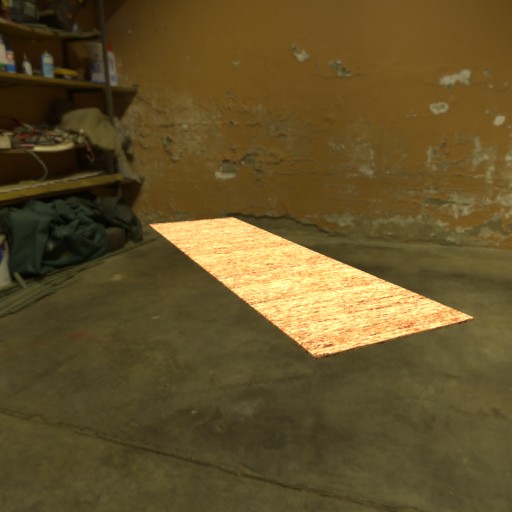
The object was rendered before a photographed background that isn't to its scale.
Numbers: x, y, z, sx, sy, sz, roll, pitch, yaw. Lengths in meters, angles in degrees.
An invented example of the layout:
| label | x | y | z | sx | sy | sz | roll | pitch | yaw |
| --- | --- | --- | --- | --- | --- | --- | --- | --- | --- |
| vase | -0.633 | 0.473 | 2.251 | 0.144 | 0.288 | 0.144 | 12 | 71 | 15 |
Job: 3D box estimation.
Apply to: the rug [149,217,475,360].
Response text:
| label | x | y | z | sx | sy | sz | roll | pitch | yaw |
| --- | --- | --- | --- | --- | --- | --- | --- | --- | --- |
| rug | 0.000 | 0.000 | 2.426 | 0.680 | 0.014 | 2.237 | -7 | 17 | -25 |
